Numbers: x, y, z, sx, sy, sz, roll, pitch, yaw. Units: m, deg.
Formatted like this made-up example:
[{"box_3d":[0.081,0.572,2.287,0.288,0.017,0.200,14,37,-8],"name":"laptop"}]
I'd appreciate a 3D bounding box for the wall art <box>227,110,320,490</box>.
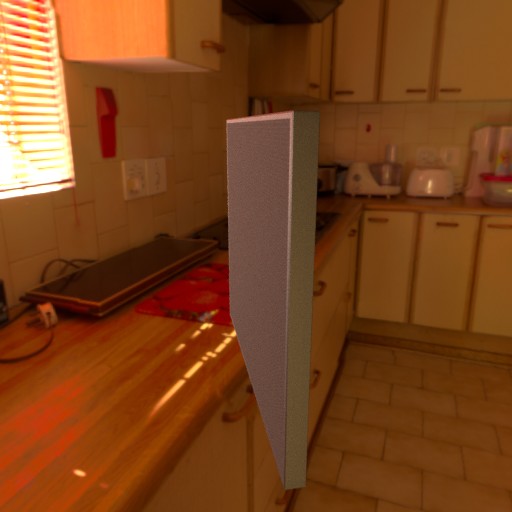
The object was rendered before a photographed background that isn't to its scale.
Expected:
[{"box_3d":[0.000,0.000,0.764,0.029,0.458,0.559,-3,16,-10],"name":"wall art"}]
